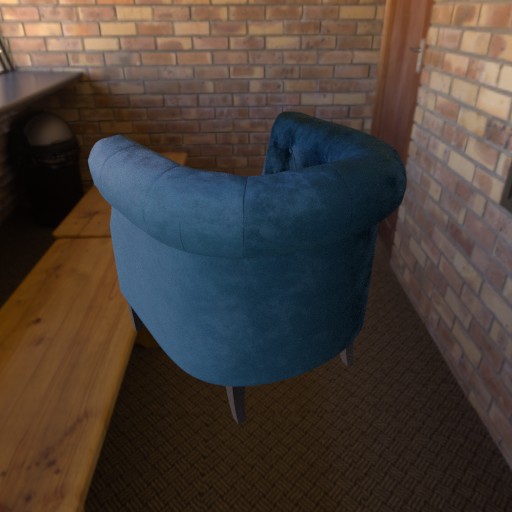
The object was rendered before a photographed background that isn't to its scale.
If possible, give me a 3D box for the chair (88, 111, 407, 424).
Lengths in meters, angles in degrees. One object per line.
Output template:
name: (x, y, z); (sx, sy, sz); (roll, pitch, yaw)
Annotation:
chair: (0.000, 0.000, 1.558); (0.904, 0.826, 0.851); (-18, 34, -29)
